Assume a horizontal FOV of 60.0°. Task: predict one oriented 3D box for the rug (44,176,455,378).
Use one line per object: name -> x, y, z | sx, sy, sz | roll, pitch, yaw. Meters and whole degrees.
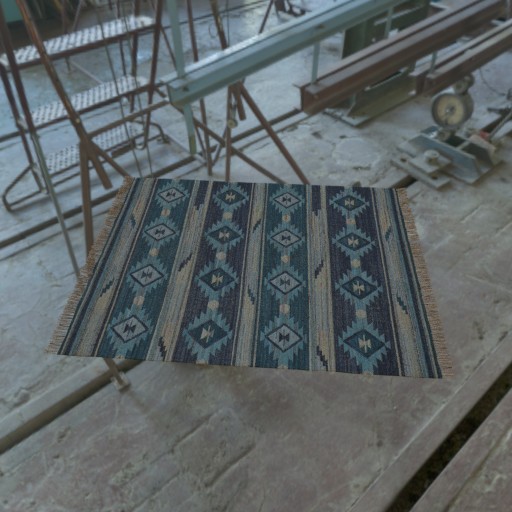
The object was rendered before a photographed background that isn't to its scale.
rug -> 0.000, 0.000, 4.342 | 3.307, 0.047, 2.418 | 3, 46, 3
